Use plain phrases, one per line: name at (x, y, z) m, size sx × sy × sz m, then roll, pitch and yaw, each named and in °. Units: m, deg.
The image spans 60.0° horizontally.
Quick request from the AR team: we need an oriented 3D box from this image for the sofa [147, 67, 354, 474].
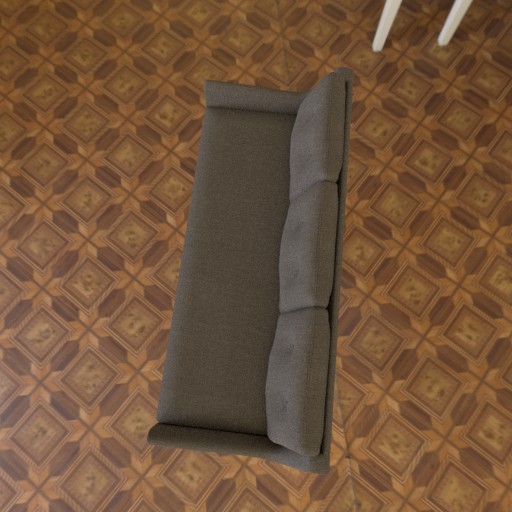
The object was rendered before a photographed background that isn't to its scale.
sofa at (0.000, 0.000, 2.473) m, size 0.849 × 0.837 × 2.060 m, roll 6°, pitch 75°, yaw 2°
